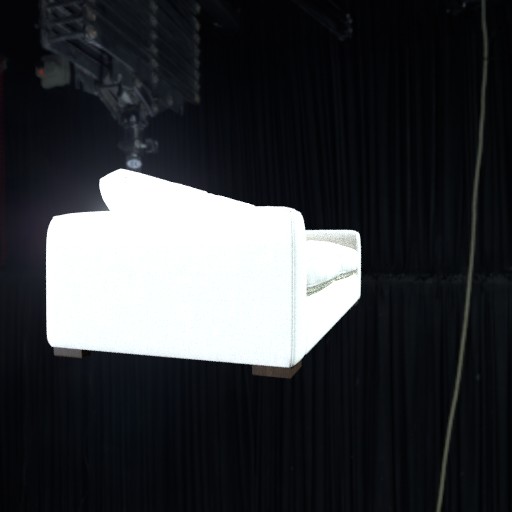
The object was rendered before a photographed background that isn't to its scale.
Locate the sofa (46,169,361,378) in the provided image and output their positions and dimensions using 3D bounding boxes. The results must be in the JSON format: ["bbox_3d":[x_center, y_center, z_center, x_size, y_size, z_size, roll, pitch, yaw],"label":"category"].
[{"bbox_3d":[0.000,0.000,2.688,1.070,0.801,2.262,0,1,19],"label":"sofa"}]
